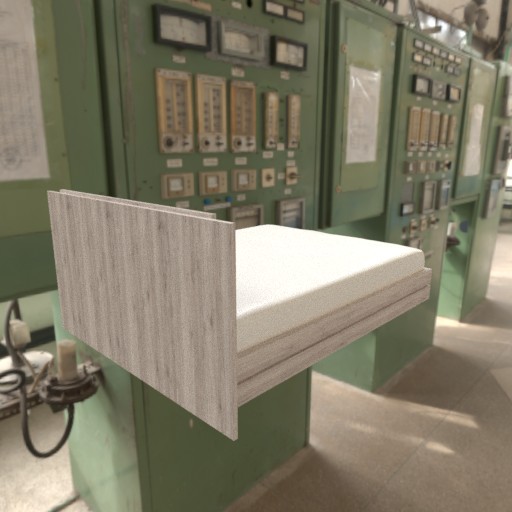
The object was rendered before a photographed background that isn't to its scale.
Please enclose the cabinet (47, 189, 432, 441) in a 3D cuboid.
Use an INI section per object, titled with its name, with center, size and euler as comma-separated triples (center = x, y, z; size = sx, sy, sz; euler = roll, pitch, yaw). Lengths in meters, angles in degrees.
[cabinet]
center = 0.000, 0.000, 3.115
size = 1.750, 0.970, 2.080
euler = 13, 19, 42
